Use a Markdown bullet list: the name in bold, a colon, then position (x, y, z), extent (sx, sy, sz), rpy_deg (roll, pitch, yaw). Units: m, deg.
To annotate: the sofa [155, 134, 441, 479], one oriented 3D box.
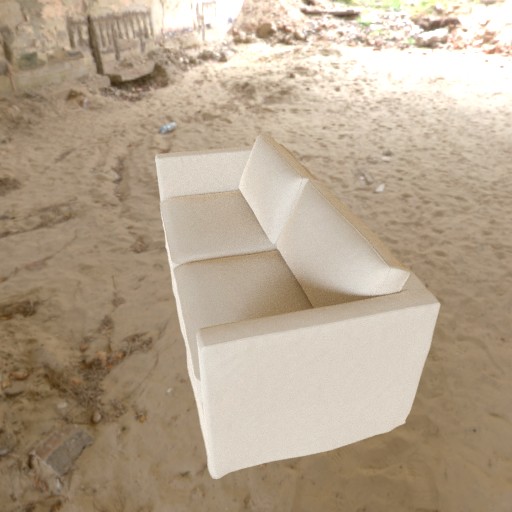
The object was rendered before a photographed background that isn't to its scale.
- **sofa**: position (0.000, 0.000, 2.509), extent (0.940, 0.870, 1.987), rpy_deg (-8, 33, -13)
